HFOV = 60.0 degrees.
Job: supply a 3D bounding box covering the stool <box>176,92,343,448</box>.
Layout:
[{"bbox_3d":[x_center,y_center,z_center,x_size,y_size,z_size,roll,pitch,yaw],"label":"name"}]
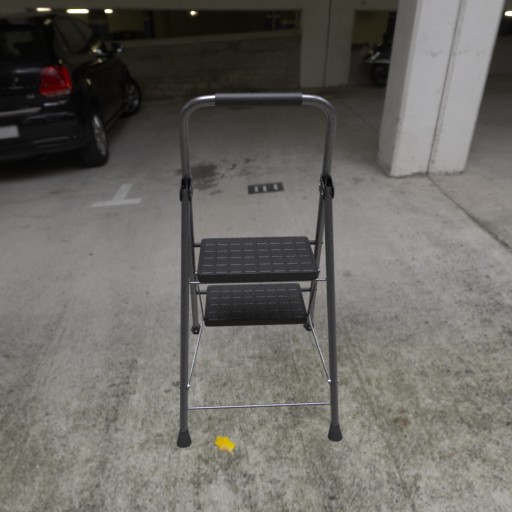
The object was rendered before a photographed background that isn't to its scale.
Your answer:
[{"bbox_3d":[0.000,0.000,1.195,0.450,0.872,0.514,-1,29,-2],"label":"stool"}]
